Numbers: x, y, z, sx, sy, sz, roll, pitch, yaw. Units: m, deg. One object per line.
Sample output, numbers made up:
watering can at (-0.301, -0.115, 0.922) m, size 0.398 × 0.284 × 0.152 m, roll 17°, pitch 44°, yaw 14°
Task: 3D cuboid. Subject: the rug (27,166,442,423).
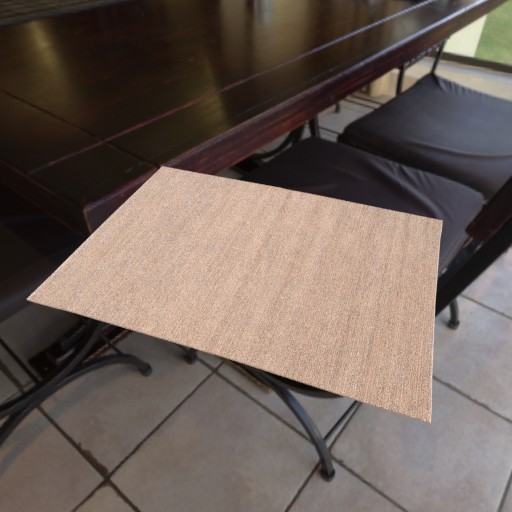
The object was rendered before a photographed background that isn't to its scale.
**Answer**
rug at (0.000, 0.000, 2.863) m, size 2.264 × 0.030 × 1.624 m, roll 13°, pitch 43°, yaw 15°
